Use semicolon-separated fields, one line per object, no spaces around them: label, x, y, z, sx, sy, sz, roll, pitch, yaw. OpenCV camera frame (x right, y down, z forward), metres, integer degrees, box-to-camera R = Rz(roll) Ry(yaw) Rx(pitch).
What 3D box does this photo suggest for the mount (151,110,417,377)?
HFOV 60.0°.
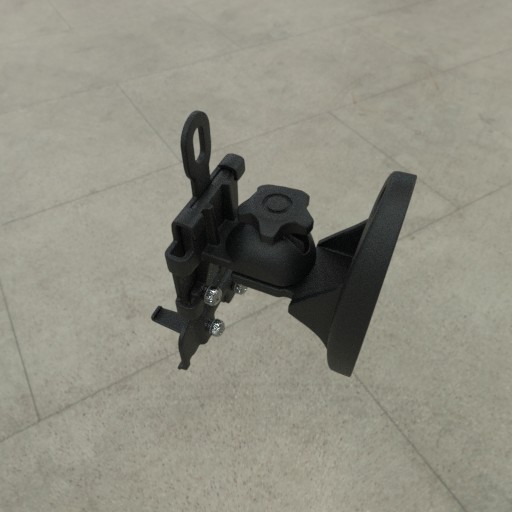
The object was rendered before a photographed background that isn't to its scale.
mount;0.000;0.000;0.181;0.100;0.118;0.066;18;51;15
